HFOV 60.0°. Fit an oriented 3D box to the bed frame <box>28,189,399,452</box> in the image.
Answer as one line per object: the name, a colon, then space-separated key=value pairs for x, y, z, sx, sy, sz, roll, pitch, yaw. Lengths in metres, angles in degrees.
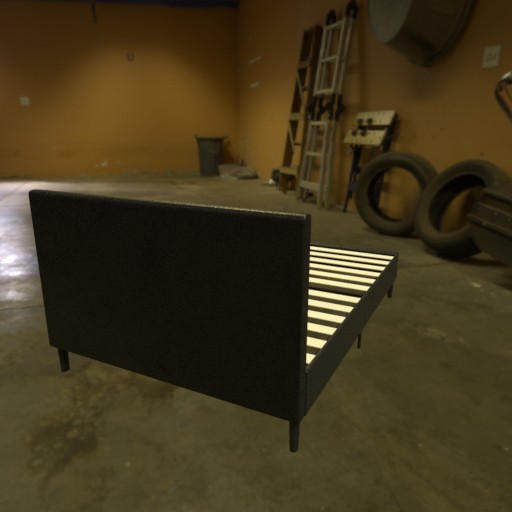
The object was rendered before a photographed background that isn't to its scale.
bed frame: x=0.000 y=0.000 z=3.220 sx=1.634 sy=1.127 sz=2.318 roll=8 pitch=18 yaw=26
